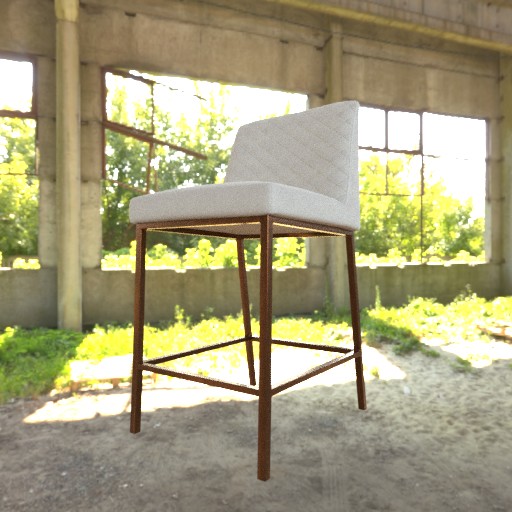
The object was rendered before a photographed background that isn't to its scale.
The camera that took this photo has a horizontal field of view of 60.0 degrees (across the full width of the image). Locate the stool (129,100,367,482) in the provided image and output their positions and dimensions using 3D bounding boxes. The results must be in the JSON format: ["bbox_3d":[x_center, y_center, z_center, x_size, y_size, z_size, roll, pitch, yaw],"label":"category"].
[{"bbox_3d":[0.000,0.000,1.315,0.507,0.973,0.576,0,0,36],"label":"stool"}]
